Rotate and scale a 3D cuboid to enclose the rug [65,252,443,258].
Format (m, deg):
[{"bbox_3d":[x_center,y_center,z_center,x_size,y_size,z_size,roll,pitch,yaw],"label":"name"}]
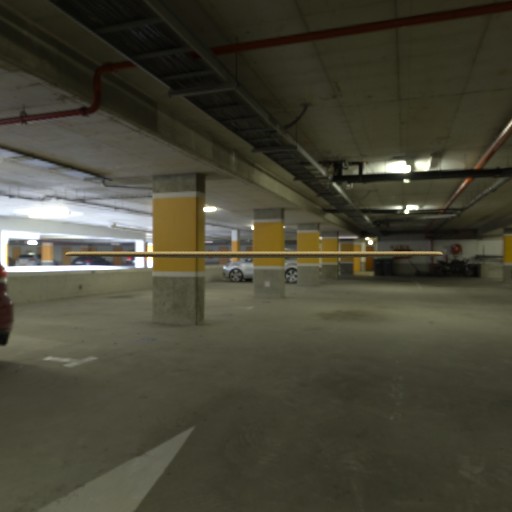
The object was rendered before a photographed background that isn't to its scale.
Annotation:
[{"bbox_3d":[0.000,0.000,2.068,1.062,0.013,1.667,0,0,1],"label":"rug"}]
